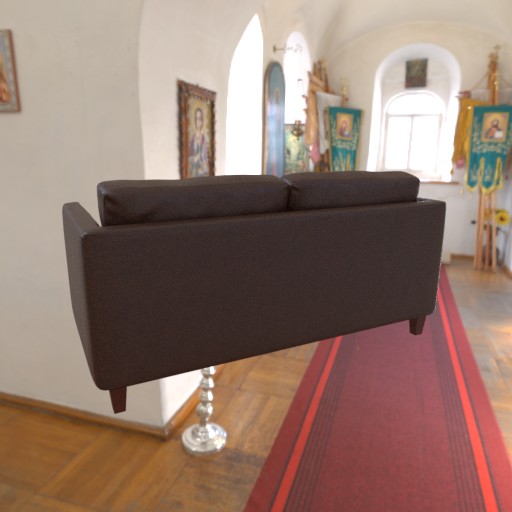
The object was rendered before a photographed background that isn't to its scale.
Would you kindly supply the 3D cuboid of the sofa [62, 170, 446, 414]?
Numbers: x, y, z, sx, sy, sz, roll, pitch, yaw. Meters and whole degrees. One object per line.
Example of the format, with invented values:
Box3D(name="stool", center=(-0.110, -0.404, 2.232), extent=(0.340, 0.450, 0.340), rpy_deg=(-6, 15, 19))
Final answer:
Box3D(name="sofa", center=(0.000, 0.000, 2.446), extent=(1.883, 0.933, 0.951), rpy_deg=(-7, 16, -26))
